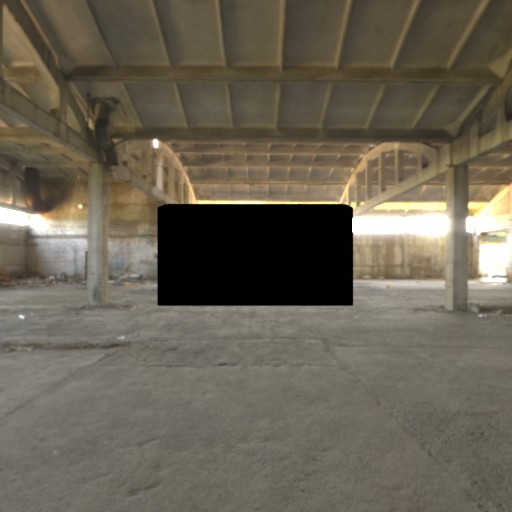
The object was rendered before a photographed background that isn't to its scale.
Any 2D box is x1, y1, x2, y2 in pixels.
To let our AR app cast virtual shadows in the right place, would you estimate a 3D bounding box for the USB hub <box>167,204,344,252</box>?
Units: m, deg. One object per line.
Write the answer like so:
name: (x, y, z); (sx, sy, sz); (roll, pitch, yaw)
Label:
USB hub: (0.000, 0.000, 0.125); (0.044, 0.023, 0.110); (0, -1, 0)
